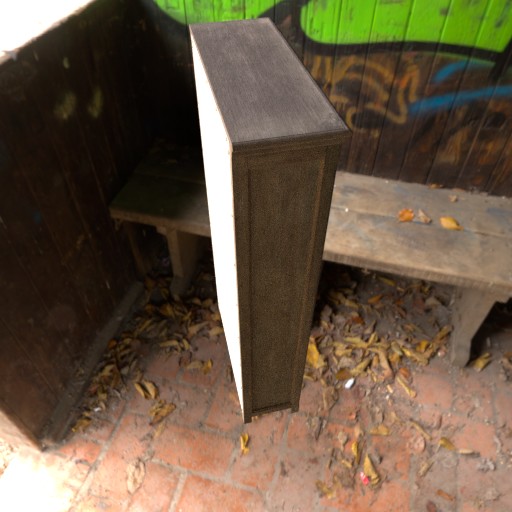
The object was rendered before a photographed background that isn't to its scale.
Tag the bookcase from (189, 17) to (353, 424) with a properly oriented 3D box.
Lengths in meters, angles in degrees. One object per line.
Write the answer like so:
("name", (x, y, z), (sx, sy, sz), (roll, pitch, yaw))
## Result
("bookcase", (0.000, 0.000, 2.191), (0.348, 1.880, 0.906), (-10, 48, -9))
